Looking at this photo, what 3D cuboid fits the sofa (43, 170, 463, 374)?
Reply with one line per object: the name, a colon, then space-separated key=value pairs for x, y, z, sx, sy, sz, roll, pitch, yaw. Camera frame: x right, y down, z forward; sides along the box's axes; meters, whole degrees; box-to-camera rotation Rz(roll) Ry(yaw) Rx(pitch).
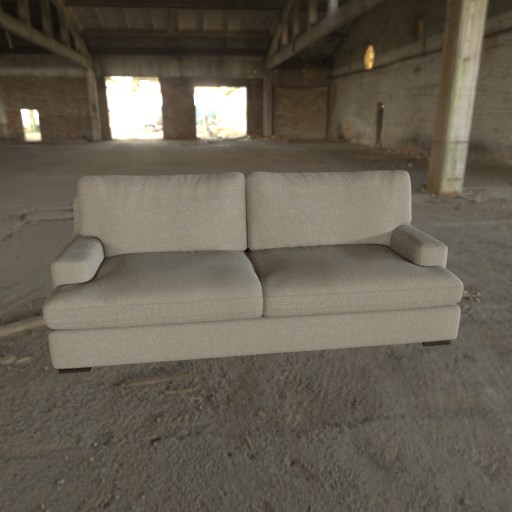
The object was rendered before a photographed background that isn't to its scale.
sofa: x=0.000 y=0.000 z=2.799 sx=2.354 sy=0.980 sz=0.962 roll=-2 pitch=18 yaw=-8
